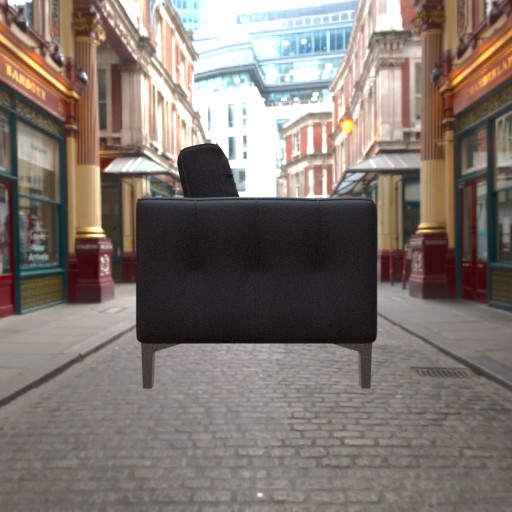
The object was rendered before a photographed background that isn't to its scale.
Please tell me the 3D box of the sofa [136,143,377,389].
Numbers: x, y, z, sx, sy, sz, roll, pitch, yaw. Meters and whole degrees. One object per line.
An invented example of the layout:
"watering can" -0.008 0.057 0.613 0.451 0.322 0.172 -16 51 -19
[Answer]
"sofa" 0.000 0.000 2.320 0.833 0.893 1.726 0 0 0
